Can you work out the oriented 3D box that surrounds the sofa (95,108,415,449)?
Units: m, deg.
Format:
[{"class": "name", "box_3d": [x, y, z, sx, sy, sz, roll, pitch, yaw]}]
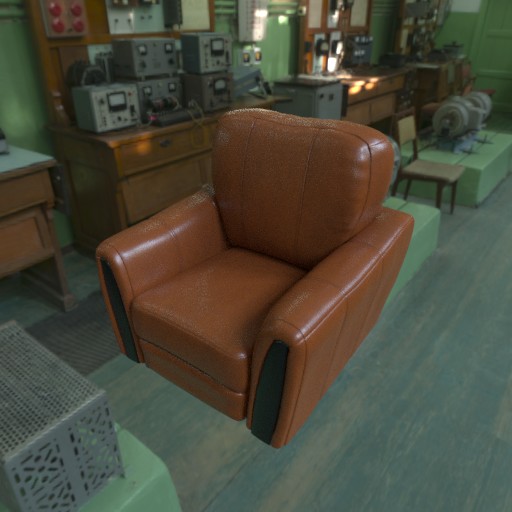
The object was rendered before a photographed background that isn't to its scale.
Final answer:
[{"class": "sofa", "box_3d": [0.000, 0.000, 1.542, 0.836, 0.876, 0.789, 20, 35, 31]}]
